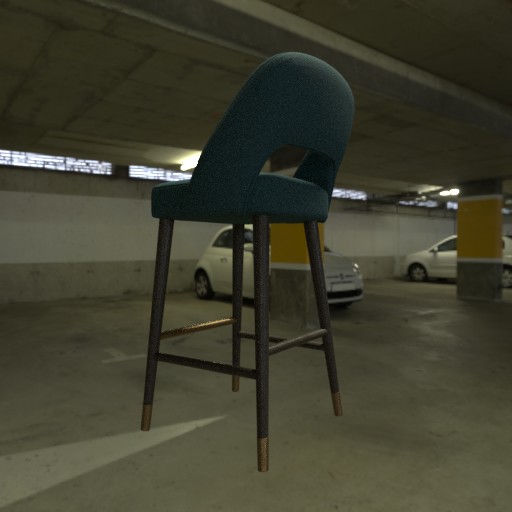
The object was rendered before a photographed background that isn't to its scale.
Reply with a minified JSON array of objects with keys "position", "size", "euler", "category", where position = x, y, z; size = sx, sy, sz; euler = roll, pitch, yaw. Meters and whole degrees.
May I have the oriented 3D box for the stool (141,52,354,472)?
[{"position":[0.000,0.000,1.344],"size":[0.522,1.032,0.536],"euler":[1,1,35],"category":"stool"}]
